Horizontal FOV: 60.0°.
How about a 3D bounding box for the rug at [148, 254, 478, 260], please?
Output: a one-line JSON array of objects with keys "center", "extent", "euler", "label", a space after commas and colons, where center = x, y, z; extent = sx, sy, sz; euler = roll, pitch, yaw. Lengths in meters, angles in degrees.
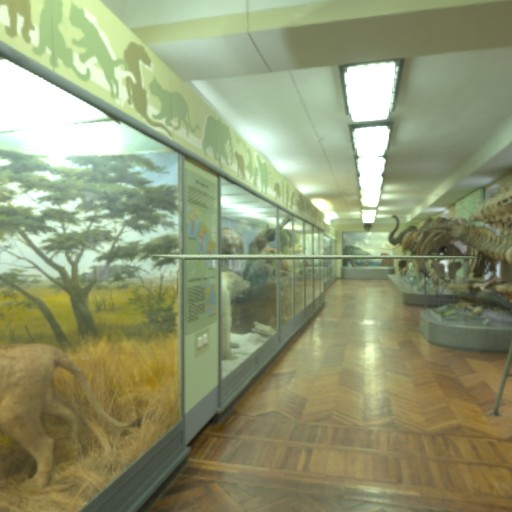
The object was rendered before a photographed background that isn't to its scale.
[{"center": [0.000, 0.000, 3.584], "extent": [1.546, 0.011, 3.048], "euler": [0, 0, -16], "label": "rug"}]
